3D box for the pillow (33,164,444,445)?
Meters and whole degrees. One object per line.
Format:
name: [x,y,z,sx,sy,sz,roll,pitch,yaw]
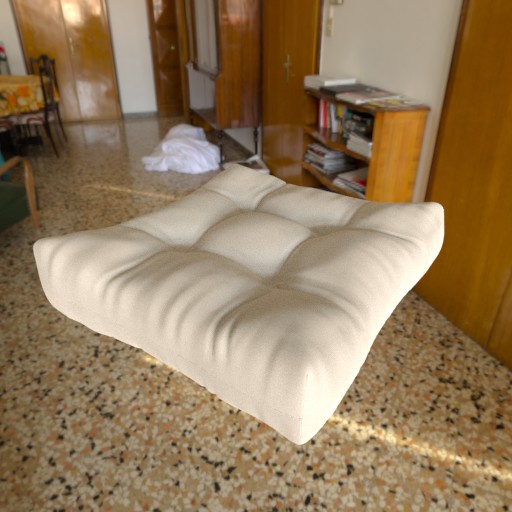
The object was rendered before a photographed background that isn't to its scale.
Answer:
pillow: [0.000,0.000,0.702,0.468,0.128,0.490,18,33,30]
